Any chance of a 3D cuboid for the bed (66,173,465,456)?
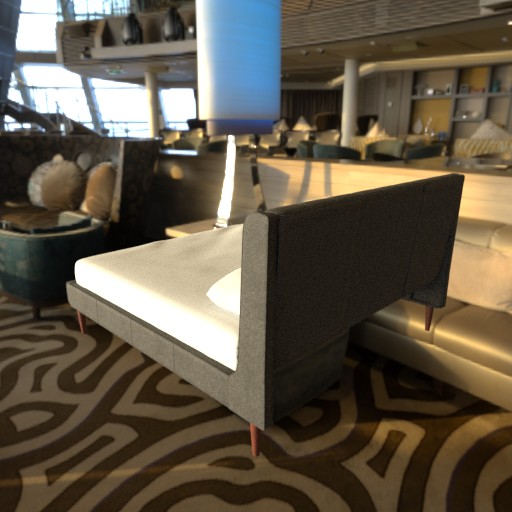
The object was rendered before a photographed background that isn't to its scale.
[{"bbox_3d":[0.000,0.000,2.509,1.638,0.933,1.531,16,23,42],"label":"bed"}]
